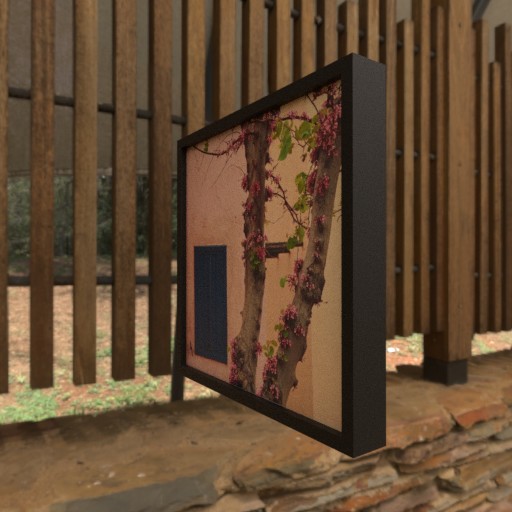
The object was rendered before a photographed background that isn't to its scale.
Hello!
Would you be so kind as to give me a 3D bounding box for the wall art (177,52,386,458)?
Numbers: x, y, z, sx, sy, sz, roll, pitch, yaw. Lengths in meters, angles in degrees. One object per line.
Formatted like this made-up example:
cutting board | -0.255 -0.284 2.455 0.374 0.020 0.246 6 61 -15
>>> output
wall art | 0.000 0.000 0.466 0.038 0.304 0.305 0 0 -35
